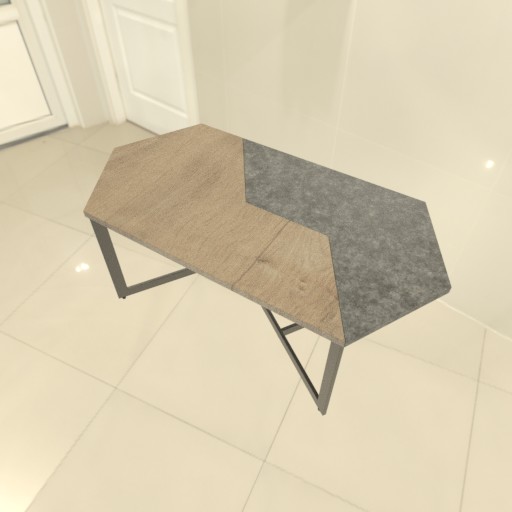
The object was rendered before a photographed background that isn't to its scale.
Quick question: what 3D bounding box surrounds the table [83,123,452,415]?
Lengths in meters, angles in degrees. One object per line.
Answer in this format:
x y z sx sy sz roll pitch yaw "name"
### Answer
0.000 0.000 1.556 1.219 0.457 0.609 25 52 21 "table"
